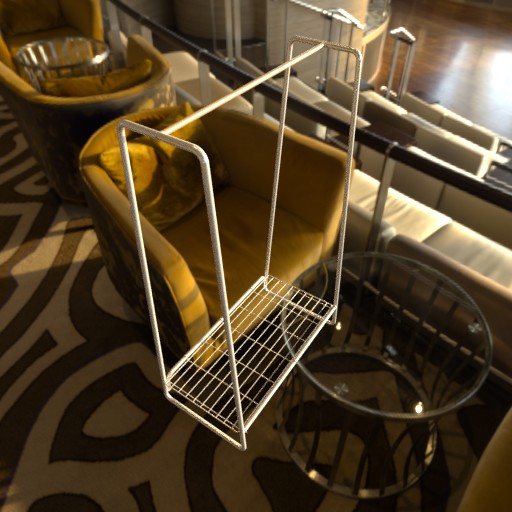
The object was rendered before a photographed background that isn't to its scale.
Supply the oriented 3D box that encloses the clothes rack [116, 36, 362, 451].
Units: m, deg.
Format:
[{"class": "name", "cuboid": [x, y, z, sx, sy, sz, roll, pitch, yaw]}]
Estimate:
[{"class": "clothes rack", "cuboid": [0.000, 0.000, 1.883, 0.495, 1.500, 0.900, 25, 48, 25]}]
